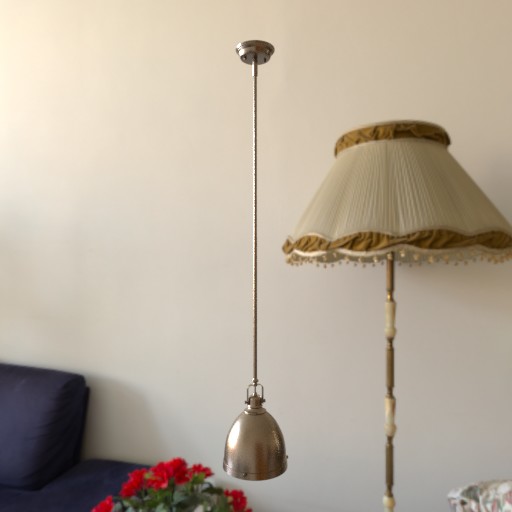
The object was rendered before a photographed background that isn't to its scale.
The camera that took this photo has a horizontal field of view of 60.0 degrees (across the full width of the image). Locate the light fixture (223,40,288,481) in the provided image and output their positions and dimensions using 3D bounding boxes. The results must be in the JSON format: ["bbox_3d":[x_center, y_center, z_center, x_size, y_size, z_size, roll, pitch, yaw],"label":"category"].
[{"bbox_3d":[0.000,0.000,1.460,0.217,1.367,0.211,0,-1,-17],"label":"light fixture"}]
